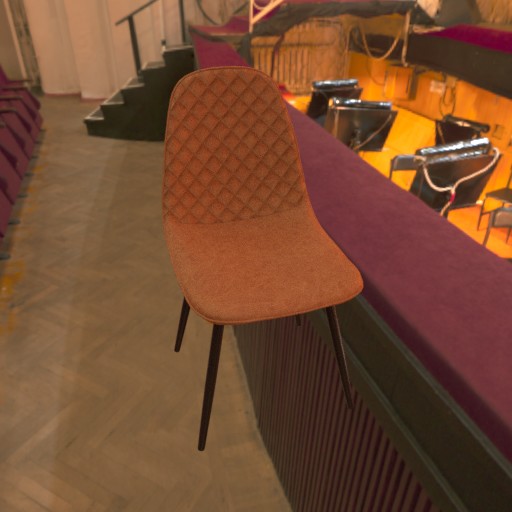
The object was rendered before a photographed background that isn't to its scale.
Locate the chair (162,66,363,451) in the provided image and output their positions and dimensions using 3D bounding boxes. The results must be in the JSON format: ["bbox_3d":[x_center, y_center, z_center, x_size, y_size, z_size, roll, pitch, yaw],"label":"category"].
[{"bbox_3d":[0.000,0.000,1.210,0.472,0.889,0.561,-9,32,-15],"label":"chair"}]
